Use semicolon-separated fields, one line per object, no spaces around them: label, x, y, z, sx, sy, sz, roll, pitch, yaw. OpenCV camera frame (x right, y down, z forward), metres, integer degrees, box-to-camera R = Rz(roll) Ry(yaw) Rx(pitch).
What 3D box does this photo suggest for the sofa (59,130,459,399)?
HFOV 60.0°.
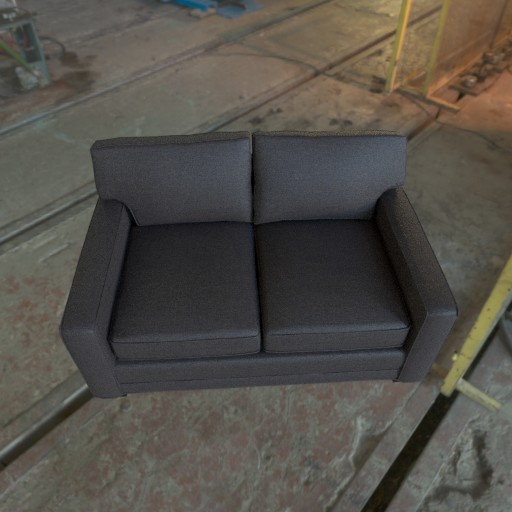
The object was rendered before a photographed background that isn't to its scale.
sofa;0.000;0.000;2.086;1.534;0.887;0.974;-2;46;-2
